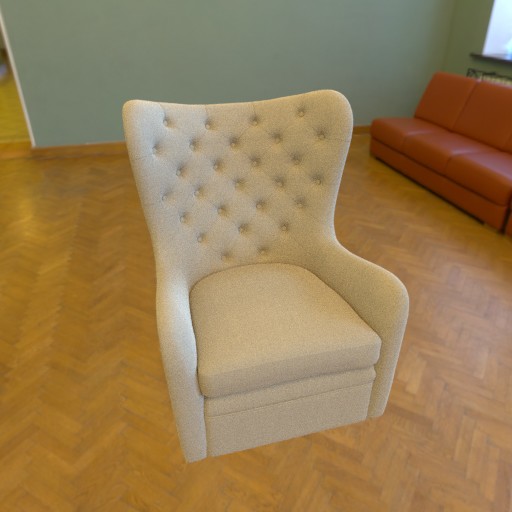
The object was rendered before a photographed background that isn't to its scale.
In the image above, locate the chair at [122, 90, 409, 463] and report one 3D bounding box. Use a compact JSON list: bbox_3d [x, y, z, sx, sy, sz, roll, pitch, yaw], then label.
[{"bbox_3d":[0.000,0.000,1.687,0.831,1.079,0.929,-8,31,-14],"label":"chair"}]
